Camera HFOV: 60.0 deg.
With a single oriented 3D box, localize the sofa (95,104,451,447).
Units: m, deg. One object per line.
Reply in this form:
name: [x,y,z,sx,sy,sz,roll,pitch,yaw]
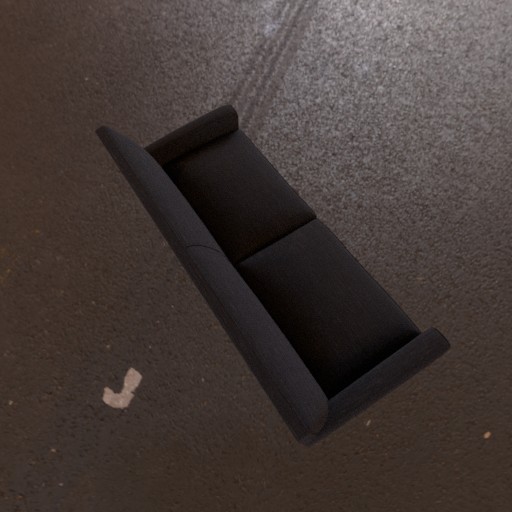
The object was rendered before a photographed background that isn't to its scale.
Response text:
sofa: [0.000,0.000,2.481,0.875,0.846,1.976,-29,63,-17]
